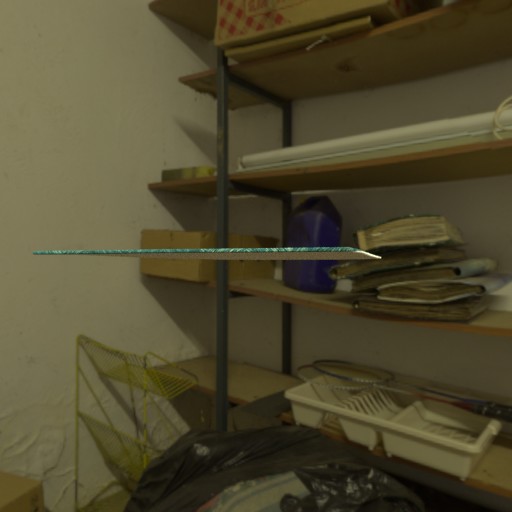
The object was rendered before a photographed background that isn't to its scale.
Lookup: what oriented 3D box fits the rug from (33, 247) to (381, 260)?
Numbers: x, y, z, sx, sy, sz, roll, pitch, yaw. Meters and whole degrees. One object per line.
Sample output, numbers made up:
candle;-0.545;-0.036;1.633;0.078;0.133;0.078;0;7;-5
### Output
rug;0.000;0.000;2.224;1.136;0.017;1.728;0;-1;19
